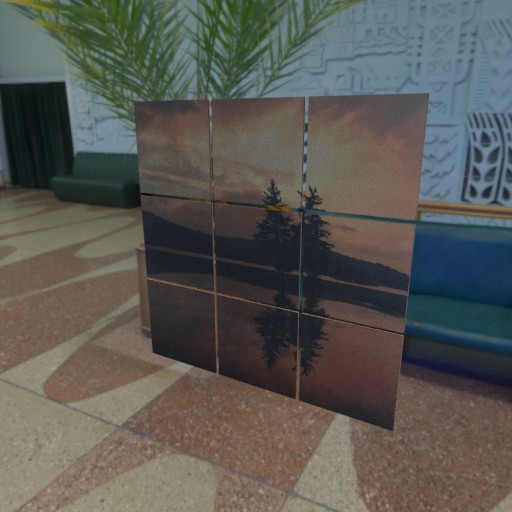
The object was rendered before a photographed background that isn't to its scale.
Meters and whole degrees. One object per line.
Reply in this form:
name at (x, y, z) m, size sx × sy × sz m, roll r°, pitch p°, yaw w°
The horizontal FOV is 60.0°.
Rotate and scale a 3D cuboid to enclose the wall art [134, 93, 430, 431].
wall art at (0.000, 0.000, 2.269) m, size 1.520 × 1.525 × 0.013 m, roll 9°, pitch 19°, yaw 28°
